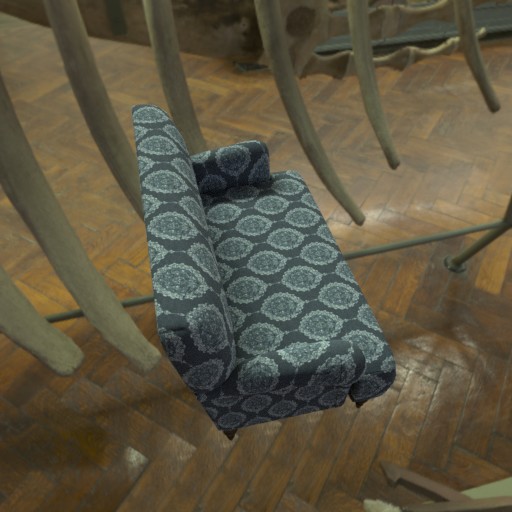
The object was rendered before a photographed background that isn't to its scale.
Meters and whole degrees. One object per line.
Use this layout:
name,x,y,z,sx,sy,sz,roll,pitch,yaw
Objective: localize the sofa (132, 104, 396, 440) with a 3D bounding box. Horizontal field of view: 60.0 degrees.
sofa,0.000,0.000,1.824,0.779,0.867,1.297,-11,49,-9
